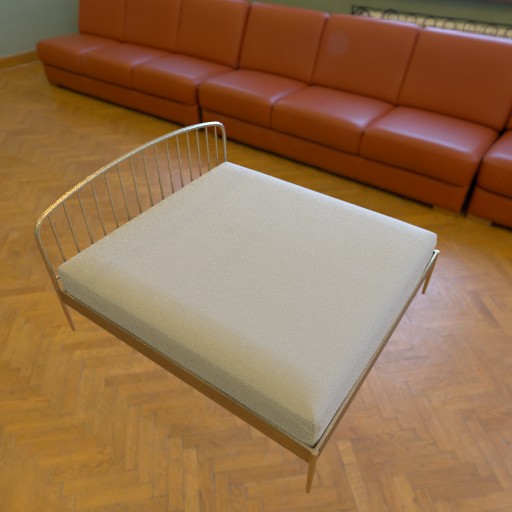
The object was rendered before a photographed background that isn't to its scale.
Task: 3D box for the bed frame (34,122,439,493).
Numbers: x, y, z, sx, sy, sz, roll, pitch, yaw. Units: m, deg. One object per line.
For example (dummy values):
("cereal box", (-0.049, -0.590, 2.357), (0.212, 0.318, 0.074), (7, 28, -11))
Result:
("bed frame", (0.000, 0.000, 3.275), (2.152, 1.174, 2.016), (24, 45, 26))
